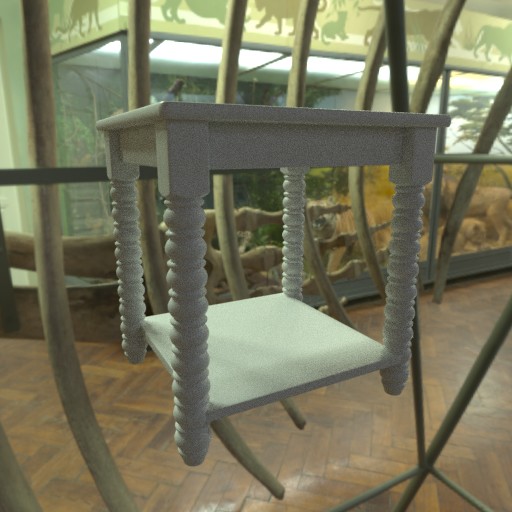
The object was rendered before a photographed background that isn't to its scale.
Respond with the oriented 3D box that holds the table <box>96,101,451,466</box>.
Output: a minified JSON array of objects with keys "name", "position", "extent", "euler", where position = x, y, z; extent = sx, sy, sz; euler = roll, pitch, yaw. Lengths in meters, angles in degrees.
[{"name":"table","position":[0.000,0.000,0.947],"extent":[0.533,0.563,0.500],"euler":[-7,16,-27]}]
